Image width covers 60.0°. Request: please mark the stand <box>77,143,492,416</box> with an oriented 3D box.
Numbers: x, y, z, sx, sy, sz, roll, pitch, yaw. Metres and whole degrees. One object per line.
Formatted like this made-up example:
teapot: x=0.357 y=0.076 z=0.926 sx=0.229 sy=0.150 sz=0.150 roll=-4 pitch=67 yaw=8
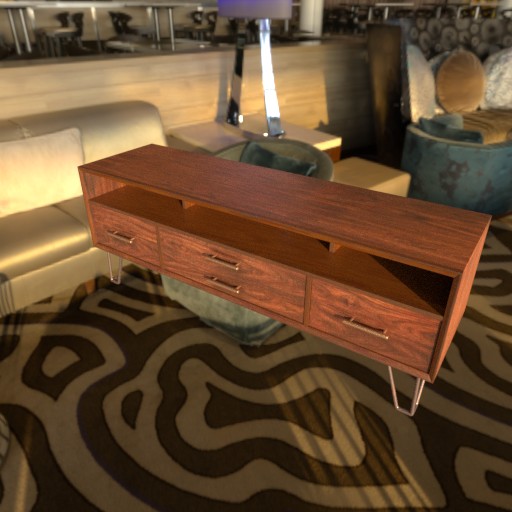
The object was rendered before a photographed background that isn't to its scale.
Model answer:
stand: x=0.000 y=0.000 z=1.890 sx=1.626 sy=0.610 sz=0.481 roll=18 pitch=34 yaw=29
